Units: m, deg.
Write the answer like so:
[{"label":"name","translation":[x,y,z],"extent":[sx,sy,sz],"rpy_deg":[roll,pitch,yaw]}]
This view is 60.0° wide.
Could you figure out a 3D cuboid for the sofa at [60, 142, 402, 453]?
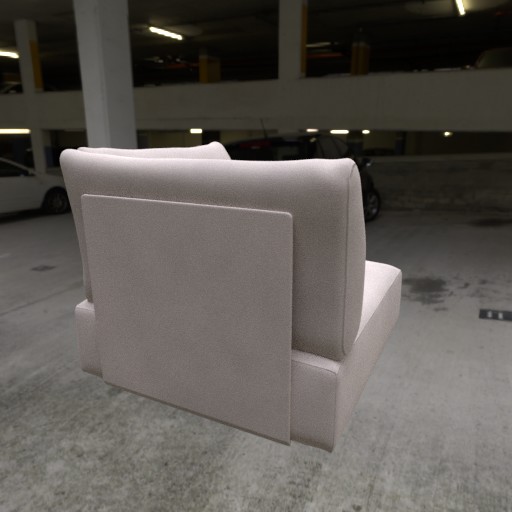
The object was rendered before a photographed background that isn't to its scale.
[{"label":"sofa","translation":[0.000,0.000,1.699],"extent":[1.000,0.820,1.000],"rpy_deg":[8,18,26]}]
